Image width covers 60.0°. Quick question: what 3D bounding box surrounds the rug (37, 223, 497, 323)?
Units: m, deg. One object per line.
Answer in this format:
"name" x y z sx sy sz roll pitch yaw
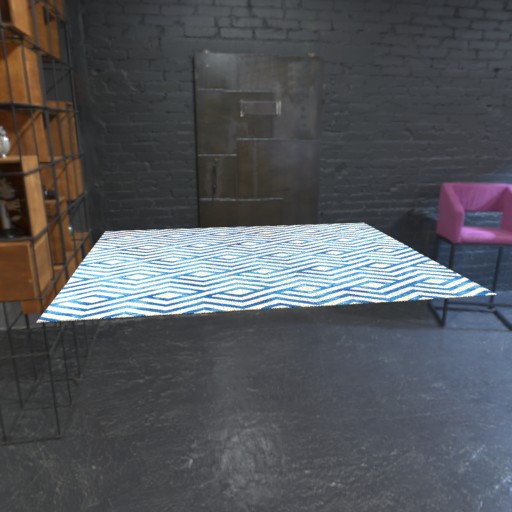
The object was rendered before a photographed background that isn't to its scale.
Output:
"rug" 0.000 0.000 4.052 3.059 0.008 2.453 -2 16 -8
